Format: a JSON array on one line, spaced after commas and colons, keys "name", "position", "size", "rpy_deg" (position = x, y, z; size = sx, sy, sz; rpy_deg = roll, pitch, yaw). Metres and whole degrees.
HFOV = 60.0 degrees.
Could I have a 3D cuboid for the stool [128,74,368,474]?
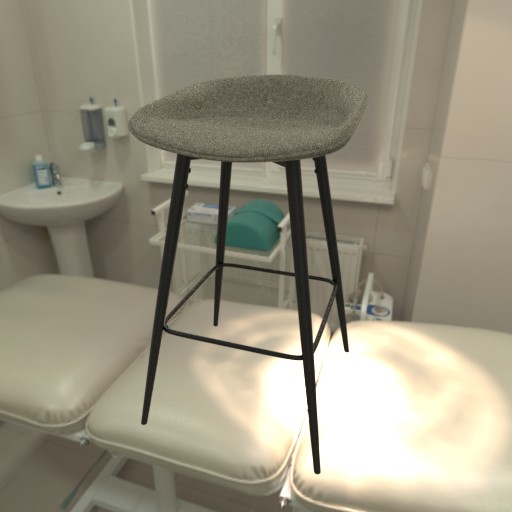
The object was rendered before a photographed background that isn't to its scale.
[{"name": "stool", "position": [0.000, 0.000, 1.102], "size": [0.469, 0.814, 0.480], "rpy_deg": [8, 27, 17]}]
